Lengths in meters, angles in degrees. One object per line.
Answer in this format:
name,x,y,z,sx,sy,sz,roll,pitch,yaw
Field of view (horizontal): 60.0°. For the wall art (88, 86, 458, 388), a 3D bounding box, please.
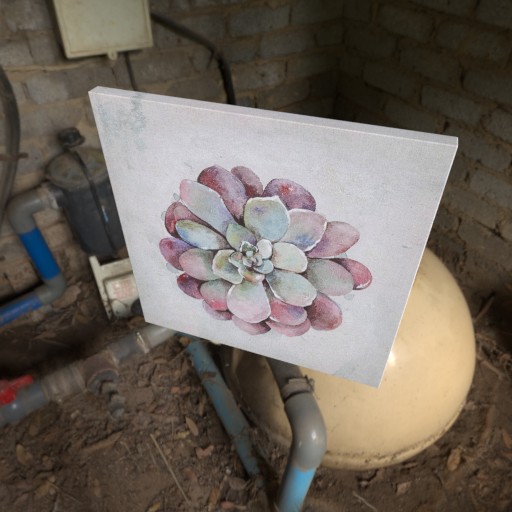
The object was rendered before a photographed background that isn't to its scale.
wall art,0.000,0.000,1.134,0.762,0.762,0.041,13,43,14
